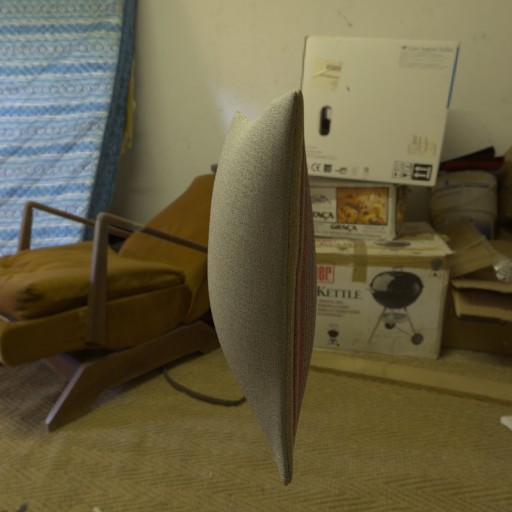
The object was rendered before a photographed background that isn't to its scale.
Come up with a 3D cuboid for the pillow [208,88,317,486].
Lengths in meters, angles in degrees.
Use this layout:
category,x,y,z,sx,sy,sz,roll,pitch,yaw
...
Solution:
category,x,y,z,sx,sy,sz,roll,pitch,yaw
pillow,0.000,0.000,0.640,0.136,0.419,0.437,-3,15,-9
